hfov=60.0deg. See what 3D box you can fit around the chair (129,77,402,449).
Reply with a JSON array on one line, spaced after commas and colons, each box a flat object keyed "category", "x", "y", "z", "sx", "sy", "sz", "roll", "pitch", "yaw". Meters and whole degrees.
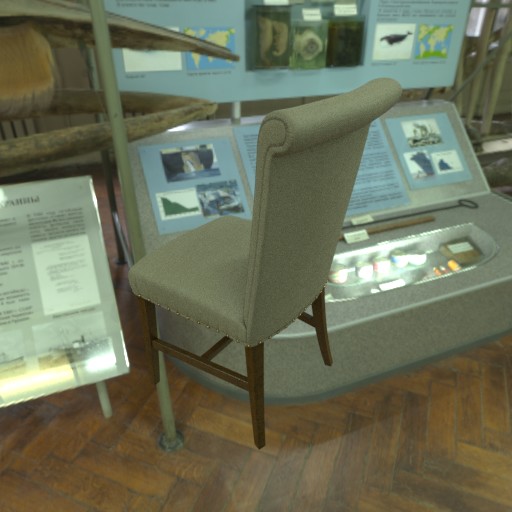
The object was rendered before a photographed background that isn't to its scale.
[{"category": "chair", "x": 0.000, "y": 0.000, "z": 1.325, "sx": 0.608, "sy": 0.988, "sz": 0.513, "roll": 21, "pitch": 36, "yaw": 31}]
